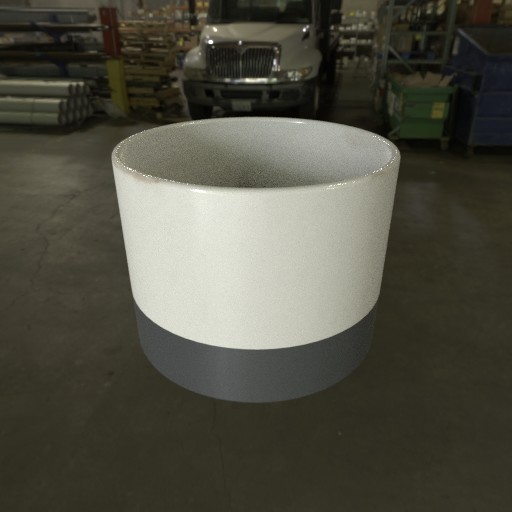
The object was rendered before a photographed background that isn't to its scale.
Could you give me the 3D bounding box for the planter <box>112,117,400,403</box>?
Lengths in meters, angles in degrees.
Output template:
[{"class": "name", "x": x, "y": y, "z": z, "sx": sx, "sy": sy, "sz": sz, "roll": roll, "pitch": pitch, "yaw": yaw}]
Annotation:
[{"class": "planter", "x": 0.000, "y": 0.000, "z": 0.348, "sx": 0.193, "sy": 0.177, "sz": 0.193, "roll": 0, "pitch": 28, "yaw": 0}]
